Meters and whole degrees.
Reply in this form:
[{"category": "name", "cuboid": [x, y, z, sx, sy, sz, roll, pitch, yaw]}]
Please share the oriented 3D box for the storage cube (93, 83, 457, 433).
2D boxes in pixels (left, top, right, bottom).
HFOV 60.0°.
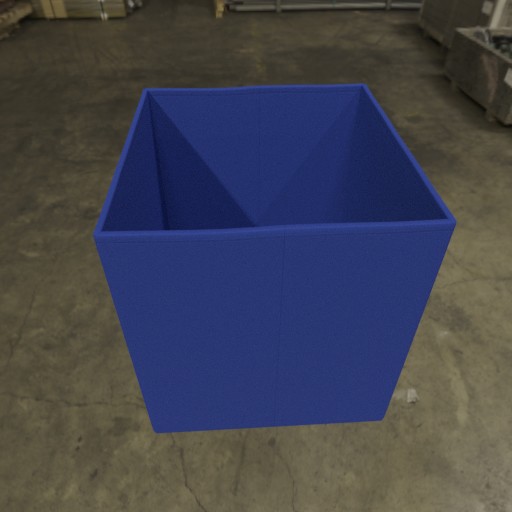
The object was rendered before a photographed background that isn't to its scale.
[{"category": "storage cube", "cuboid": [0.000, 0.000, 0.494, 0.270, 0.280, 0.270, -2, 41, -3]}]
